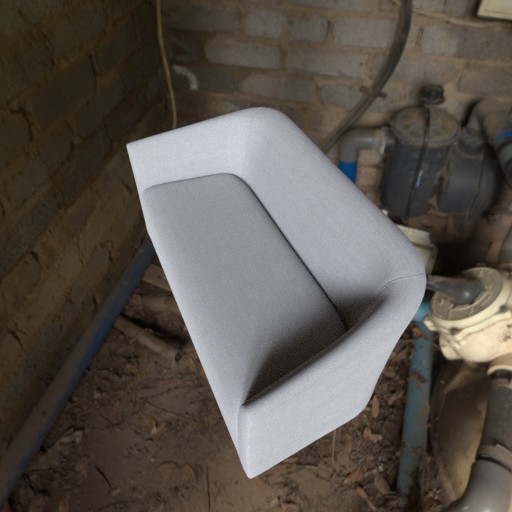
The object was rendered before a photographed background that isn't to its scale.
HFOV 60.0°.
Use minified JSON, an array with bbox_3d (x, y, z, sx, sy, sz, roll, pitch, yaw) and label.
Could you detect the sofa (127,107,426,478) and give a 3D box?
[{"bbox_3d":[0.000,0.000,1.864,0.705,0.721,1.452,-18,48,-16],"label":"sofa"}]
